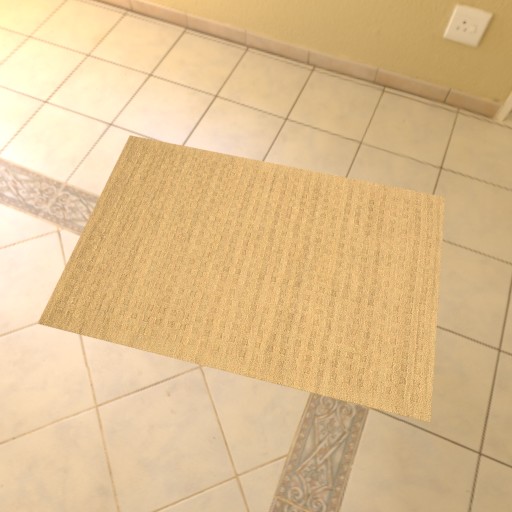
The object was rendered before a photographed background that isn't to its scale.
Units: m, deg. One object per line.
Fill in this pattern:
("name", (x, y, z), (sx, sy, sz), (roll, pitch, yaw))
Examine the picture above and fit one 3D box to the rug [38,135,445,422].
("rug", (0.000, 0.000, 2.161), (1.752, 0.006, 1.142), (12, 64, 6))
